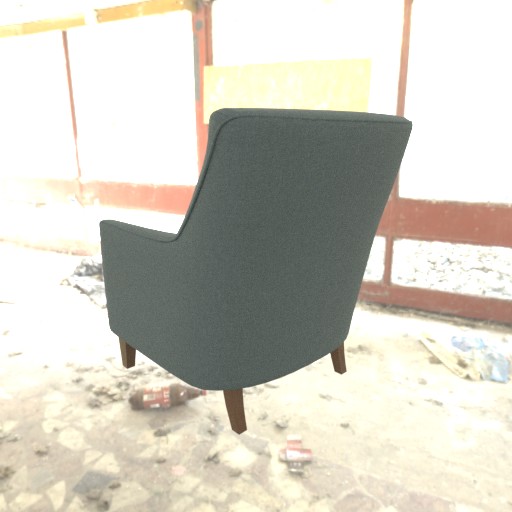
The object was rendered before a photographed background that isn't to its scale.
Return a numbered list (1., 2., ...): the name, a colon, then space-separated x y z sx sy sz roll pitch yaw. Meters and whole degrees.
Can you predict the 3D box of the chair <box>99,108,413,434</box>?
1. chair: 0.000 0.000 1.518 0.756 0.916 0.879 -14 20 -41
